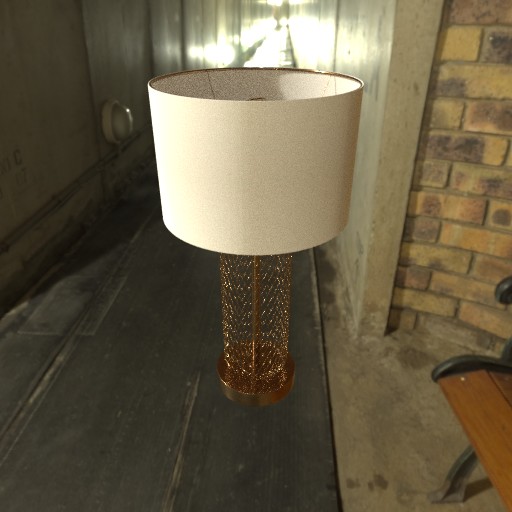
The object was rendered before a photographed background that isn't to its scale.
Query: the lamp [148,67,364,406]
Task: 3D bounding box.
[{"bbox_3d":[0.000,0.000,0.648,0.252,0.483,0.252,-19,35,-29],"label":"lamp"}]
